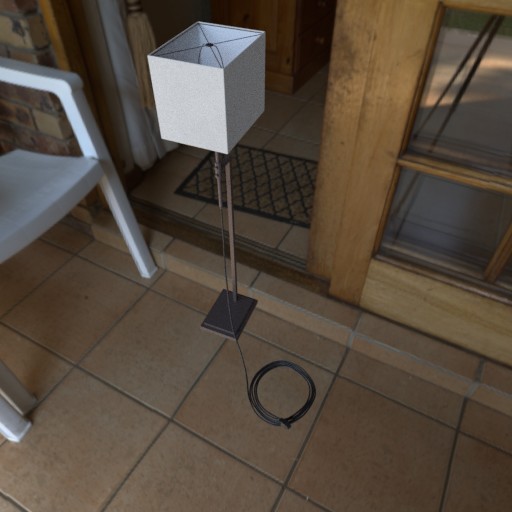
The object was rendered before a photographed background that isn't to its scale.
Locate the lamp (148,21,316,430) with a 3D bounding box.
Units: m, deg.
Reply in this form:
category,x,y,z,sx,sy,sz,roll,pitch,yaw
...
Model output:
category,x,y,z,sx,sy,sz,roll,pitch,yaw
lamp,0.000,0.000,1.935,0.774,1.600,0.698,17,48,16
